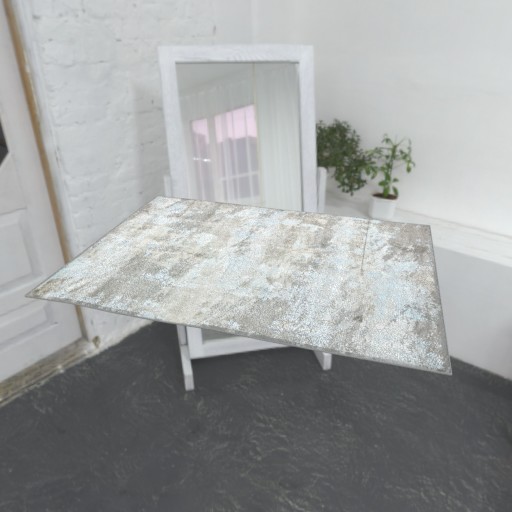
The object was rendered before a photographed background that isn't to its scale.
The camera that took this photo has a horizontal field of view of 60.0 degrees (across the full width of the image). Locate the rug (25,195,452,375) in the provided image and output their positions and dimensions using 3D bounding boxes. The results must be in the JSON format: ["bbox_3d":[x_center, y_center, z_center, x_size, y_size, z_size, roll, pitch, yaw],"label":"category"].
[{"bbox_3d":[0.000,0.000,4.263,3.307,0.013,2.393,8,30,14],"label":"rug"}]
